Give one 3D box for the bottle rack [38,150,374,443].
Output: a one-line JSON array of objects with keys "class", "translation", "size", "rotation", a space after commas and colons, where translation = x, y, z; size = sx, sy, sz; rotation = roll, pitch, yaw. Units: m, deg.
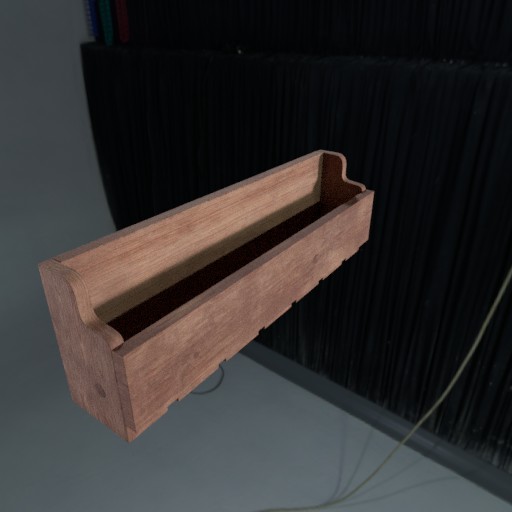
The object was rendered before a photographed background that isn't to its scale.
[{"class": "bottle rack", "translation": [0.000, 0.000, 0.697], "size": [0.126, 0.196, 0.608], "rotation": [19, 33, 32]}]
